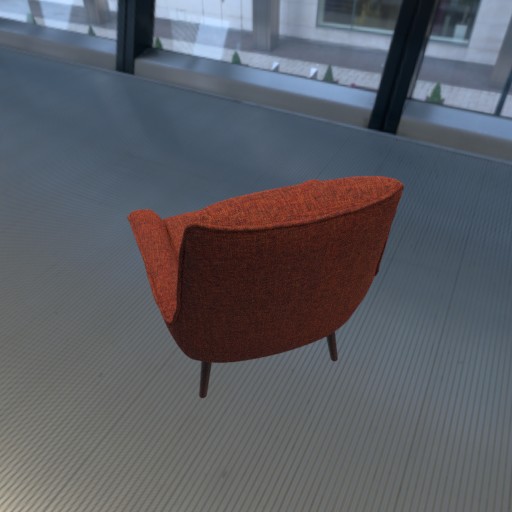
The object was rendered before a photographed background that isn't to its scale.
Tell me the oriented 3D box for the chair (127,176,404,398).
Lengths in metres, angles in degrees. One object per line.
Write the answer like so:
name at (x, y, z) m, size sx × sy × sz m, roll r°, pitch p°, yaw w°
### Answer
chair at (0.000, 0.000, 1.529) m, size 0.803 × 0.911 × 0.784 m, roll -12°, pitch 42°, yaw -13°
